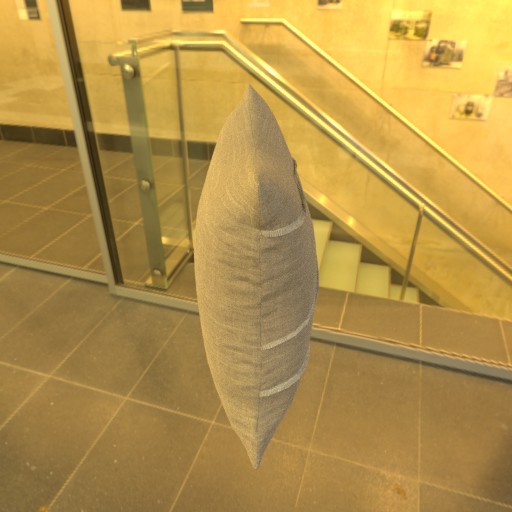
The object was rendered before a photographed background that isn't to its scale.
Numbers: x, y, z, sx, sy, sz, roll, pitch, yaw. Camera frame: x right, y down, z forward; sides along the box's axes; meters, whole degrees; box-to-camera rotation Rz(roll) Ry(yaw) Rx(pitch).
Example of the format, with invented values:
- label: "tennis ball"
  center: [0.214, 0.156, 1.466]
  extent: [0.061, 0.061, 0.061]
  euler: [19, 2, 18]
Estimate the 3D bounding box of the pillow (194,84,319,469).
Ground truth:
- label: "pillow"
  center: [0.000, 0.000, 0.648]
  extent: [0.169, 0.400, 0.424]
  euler: [-1, 32, -1]
